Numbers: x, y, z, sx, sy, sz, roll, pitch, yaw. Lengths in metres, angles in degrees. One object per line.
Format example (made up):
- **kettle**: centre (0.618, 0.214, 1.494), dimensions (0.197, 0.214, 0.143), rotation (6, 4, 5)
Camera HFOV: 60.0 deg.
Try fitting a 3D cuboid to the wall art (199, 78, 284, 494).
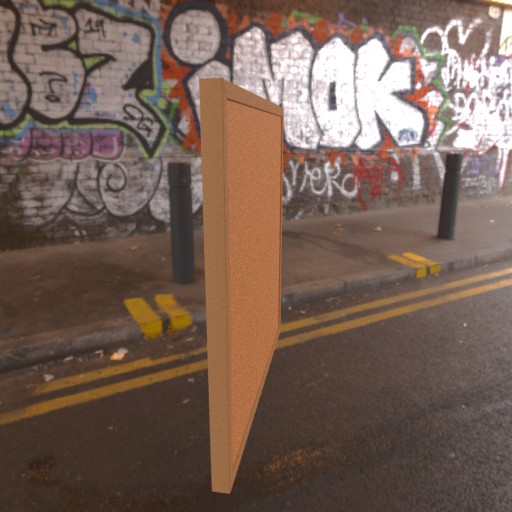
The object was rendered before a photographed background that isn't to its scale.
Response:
- **wall art**: centre (0.000, 0.000, 1.132), dimensions (0.037, 0.761, 0.761), rotation (3, 15, 10)
